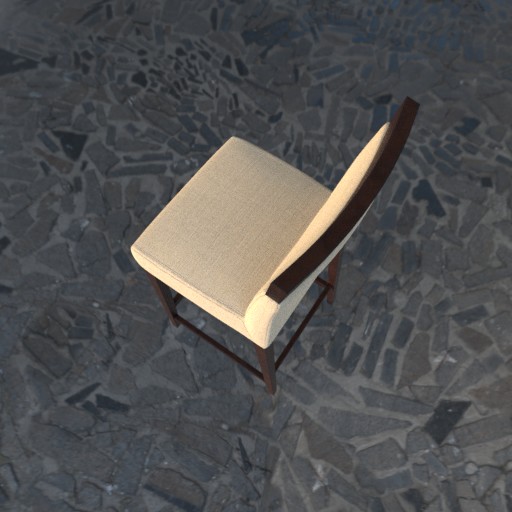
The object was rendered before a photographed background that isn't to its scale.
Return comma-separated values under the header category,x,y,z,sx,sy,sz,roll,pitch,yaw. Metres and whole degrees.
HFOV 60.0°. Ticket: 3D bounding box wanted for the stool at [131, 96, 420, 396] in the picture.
category,x,y,z,sx,sy,sz,roll,pitch,yaw
stool,0.000,0.000,1.371,0.531,1.117,0.511,32,68,14
